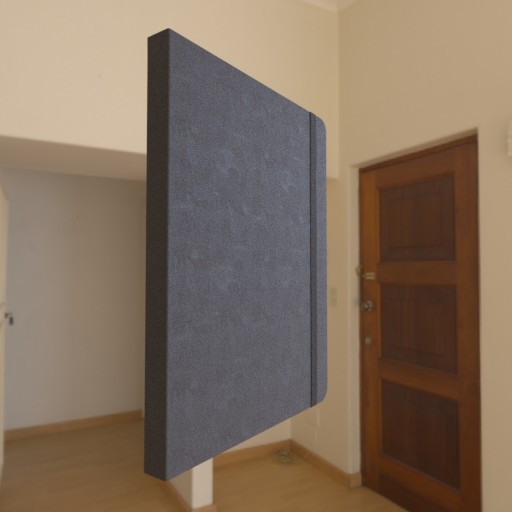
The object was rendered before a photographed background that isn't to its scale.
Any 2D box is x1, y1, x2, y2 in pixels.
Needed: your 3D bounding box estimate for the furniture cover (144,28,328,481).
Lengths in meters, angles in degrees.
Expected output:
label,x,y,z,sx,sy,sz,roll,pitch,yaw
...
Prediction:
label,x,y,z,sx,sy,sz,roll,pitch,yaw
furniture cover,0.000,0.000,0.366,0.023,0.281,0.216,-1,-2,36
